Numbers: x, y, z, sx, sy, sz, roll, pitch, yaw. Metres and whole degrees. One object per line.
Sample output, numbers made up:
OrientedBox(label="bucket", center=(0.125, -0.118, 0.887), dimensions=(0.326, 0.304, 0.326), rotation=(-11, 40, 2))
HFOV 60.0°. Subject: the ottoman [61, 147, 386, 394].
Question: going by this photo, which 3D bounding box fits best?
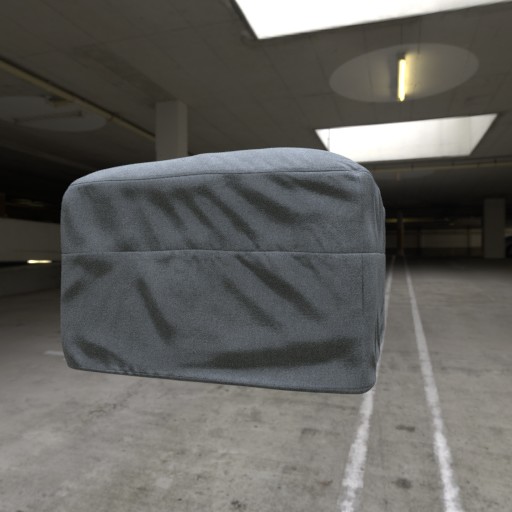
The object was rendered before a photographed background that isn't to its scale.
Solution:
OrientedBox(label="ottoman", center=(0.000, 0.000, 1.234), dimensions=(0.683, 0.481, 0.837), rotation=(0, 0, 18))
